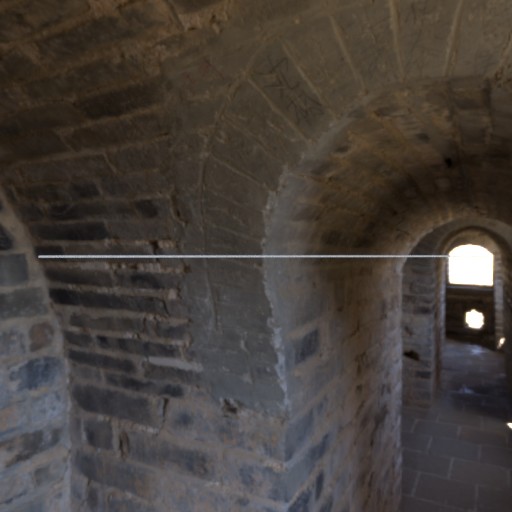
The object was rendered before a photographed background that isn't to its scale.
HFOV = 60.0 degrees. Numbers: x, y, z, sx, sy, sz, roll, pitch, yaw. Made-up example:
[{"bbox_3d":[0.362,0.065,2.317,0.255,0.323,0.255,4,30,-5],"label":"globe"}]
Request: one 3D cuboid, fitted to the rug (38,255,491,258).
[{"bbox_3d":[0.000,0.000,2.962,2.430,0.010,1.515,0,0,-18],"label":"rug"}]
